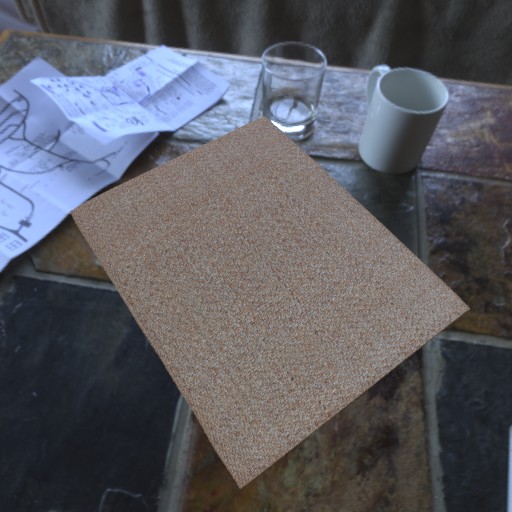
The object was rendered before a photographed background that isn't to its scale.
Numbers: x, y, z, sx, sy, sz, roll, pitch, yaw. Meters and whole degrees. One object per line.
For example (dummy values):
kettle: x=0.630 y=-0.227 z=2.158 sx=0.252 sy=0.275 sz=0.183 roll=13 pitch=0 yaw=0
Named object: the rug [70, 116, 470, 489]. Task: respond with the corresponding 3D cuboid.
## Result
rug: x=0.000 y=0.000 z=4.136 sx=2.439 sy=0.013 sz=3.048 roll=-31 pitch=63 yaw=-18
